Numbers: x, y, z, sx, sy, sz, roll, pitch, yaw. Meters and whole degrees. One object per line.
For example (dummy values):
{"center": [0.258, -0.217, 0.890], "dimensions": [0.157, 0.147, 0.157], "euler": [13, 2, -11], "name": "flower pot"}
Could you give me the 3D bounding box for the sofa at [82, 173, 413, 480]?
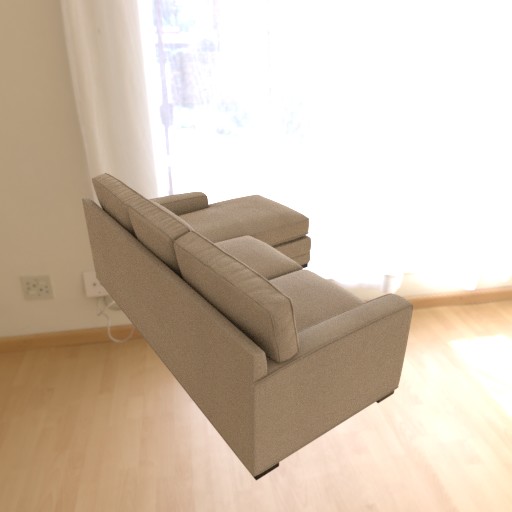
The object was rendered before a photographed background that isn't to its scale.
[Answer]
{"center": [0.000, 0.000, 2.799], "dimensions": [1.496, 0.861, 2.087], "euler": [-17, 31, -31], "name": "sofa"}
